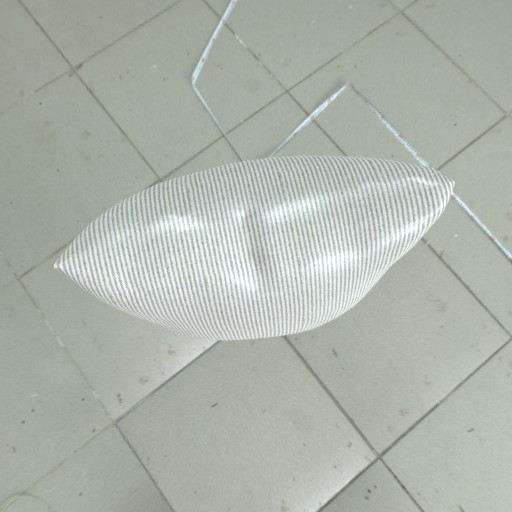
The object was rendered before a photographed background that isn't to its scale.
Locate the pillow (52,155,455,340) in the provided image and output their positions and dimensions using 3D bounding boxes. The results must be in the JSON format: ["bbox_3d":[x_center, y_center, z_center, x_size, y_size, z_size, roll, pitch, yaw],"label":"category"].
[{"bbox_3d":[0.000,0.000,0.682,0.387,0.432,0.310,22,77,5],"label":"pillow"}]
